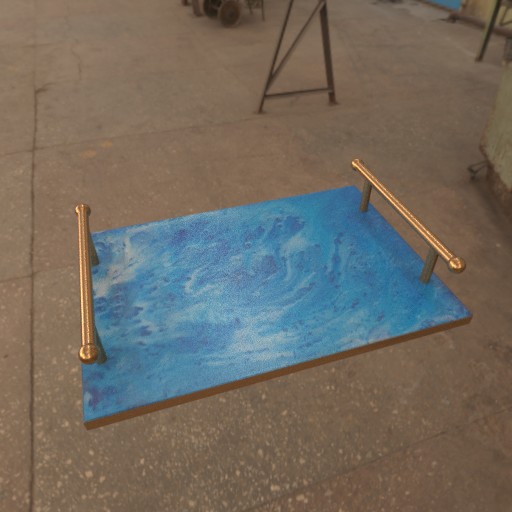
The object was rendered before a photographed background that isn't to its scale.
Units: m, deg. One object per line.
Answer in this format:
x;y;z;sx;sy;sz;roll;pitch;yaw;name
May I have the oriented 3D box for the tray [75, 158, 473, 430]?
0.000;0.000;0.564;0.444;0.084;0.304;-12;42;-13;tray
